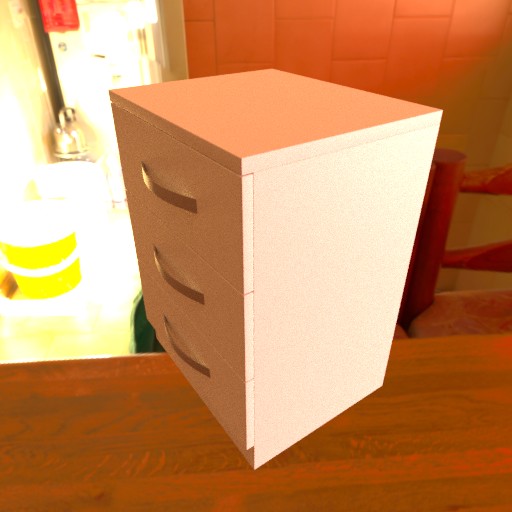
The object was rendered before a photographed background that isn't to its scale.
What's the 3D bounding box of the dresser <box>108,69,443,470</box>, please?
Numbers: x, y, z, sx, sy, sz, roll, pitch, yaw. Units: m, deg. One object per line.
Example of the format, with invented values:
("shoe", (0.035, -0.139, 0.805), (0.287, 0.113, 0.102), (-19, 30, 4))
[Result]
("dresser", (0.000, 0.000, 0.821), (0.360, 0.560, 0.400), (-21, 38, -29))
